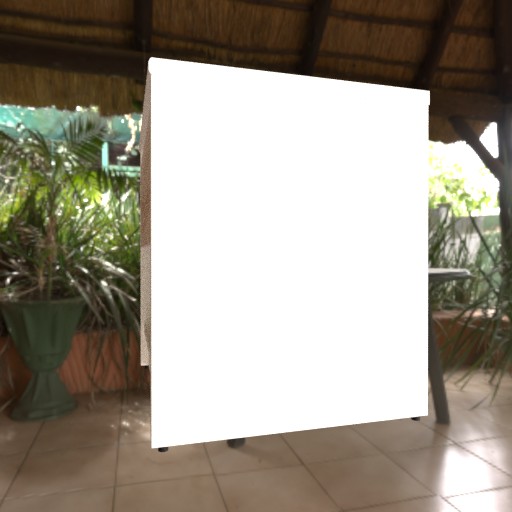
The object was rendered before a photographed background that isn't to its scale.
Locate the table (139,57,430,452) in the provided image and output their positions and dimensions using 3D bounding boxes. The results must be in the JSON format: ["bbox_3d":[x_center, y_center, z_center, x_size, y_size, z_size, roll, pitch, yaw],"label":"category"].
[{"bbox_3d":[0.000,0.000,0.765,0.380,0.460,0.420,0,0,-16],"label":"table"}]
